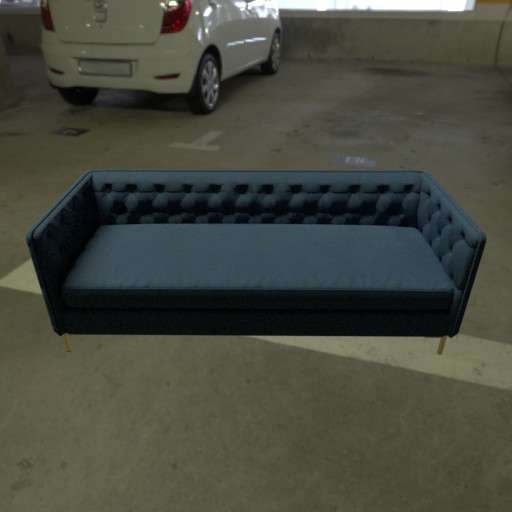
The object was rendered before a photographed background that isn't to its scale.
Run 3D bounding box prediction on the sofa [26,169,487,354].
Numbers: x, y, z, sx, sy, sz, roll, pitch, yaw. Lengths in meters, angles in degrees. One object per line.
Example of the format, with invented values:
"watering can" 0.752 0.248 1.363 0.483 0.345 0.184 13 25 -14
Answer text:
"sofa" 0.000 0.000 2.615 2.209 0.771 0.895 0 31 0
